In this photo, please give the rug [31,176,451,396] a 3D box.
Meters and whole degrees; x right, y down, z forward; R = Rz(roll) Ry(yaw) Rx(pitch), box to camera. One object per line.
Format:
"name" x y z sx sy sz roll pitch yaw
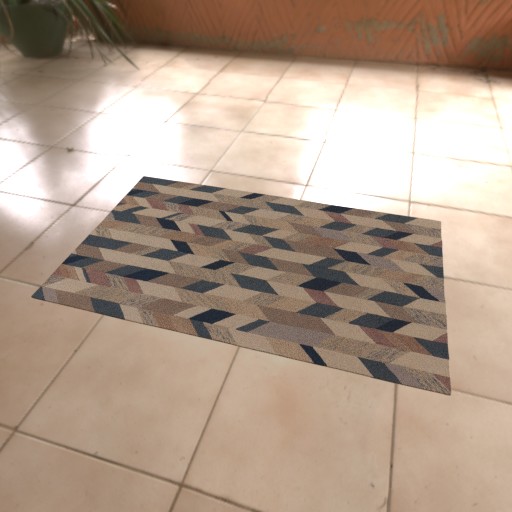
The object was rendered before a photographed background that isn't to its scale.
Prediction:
"rug" 0.000 0.000 2.979 2.423 0.008 1.513 10 41 12
